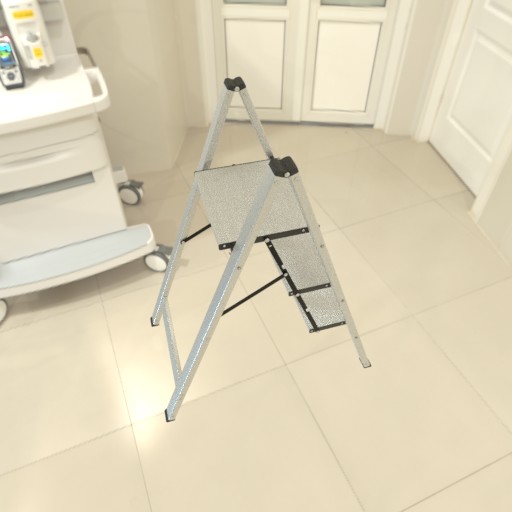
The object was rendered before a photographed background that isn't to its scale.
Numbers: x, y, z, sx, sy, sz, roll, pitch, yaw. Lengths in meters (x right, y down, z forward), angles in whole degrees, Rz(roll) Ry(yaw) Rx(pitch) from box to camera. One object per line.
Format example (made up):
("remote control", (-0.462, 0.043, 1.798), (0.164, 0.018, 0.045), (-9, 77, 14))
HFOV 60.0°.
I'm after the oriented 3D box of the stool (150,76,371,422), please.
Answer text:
("stool", (0.000, 0.000, 1.328), (0.730, 0.902, 0.441), (-12, 47, -11))
